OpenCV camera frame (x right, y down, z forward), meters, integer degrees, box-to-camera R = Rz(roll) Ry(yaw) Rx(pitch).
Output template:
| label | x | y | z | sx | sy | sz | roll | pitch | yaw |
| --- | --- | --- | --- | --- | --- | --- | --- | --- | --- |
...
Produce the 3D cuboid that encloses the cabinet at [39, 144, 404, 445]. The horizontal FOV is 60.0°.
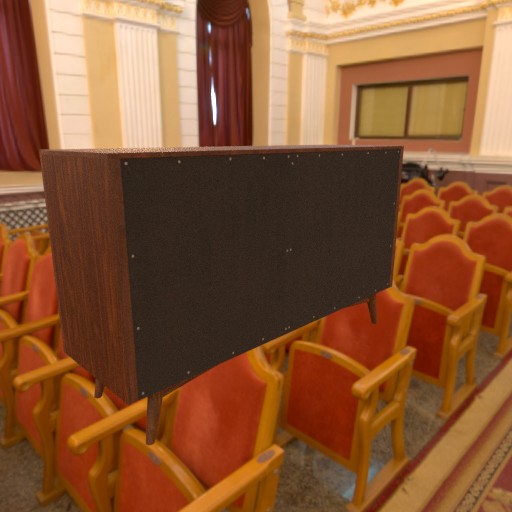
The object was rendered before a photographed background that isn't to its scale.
| label | x | y | z | sx | sy | sz | roll | pitch | yaw |
| --- | --- | --- | --- | --- | --- | --- | --- | --- | --- |
| cabinet | 0.000 | 0.000 | 1.972 | 1.575 | 0.940 | 0.505 | -14 | 21 | -43 |
